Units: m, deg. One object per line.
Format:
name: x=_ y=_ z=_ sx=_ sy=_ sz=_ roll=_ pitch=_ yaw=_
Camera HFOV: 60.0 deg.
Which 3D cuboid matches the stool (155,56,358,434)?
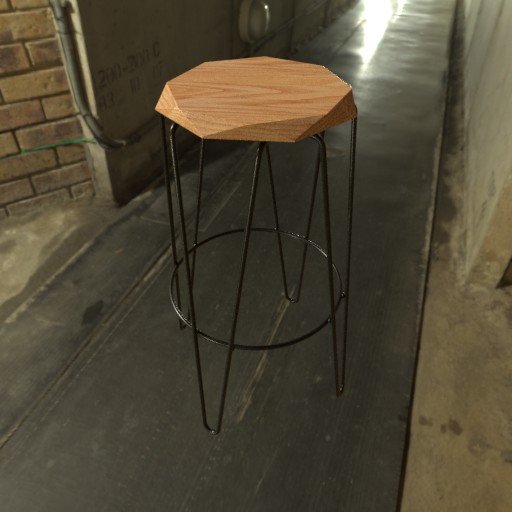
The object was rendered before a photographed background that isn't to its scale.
stool: x=0.000 y=0.000 z=0.800 sx=0.326 sy=0.610 sz=0.326 roll=-12 pitch=42 yaw=-13
